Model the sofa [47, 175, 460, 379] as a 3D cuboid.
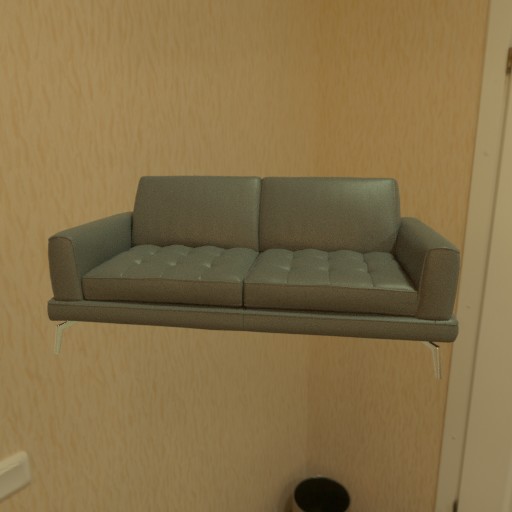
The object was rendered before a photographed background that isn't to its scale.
[{"bbox_3d":[0.000,0.000,2.728,2.177,0.930,1.121,2,14,8],"label":"sofa"}]
